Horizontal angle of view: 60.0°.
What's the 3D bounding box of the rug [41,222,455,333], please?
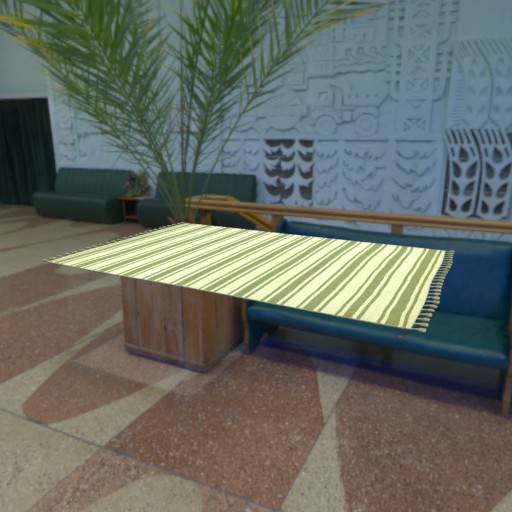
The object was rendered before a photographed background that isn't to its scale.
[{"bbox_3d":[0.000,0.000,3.052,2.435,0.018,1.540,8,17,27],"label":"rug"}]
